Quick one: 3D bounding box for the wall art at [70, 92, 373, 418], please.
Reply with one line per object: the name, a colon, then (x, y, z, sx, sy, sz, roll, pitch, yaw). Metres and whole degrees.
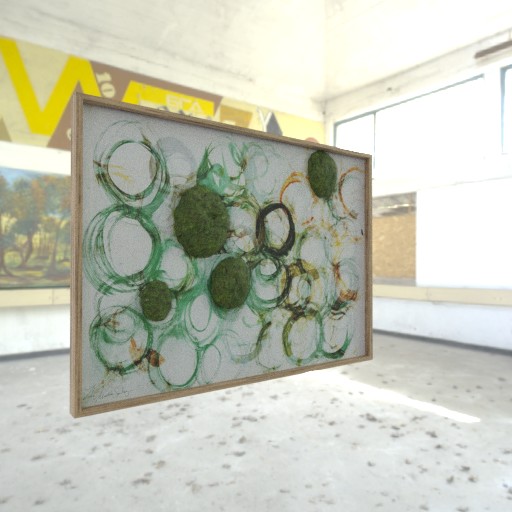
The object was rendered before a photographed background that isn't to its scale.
wall art: (0.000, 0.000, 1.078, 0.841, 0.609, 0.063, 0, -1, -36)
